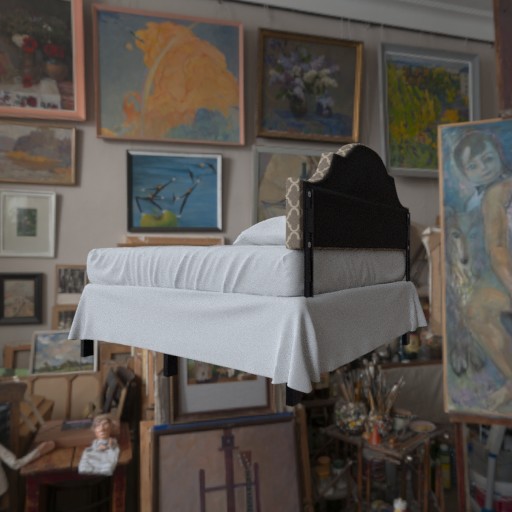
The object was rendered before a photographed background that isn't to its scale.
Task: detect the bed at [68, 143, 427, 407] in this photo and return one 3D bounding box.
[{"bbox_3d":[0.000,0.000,3.756,2.222,1.601,2.314,0,0,36],"label":"bed"}]
